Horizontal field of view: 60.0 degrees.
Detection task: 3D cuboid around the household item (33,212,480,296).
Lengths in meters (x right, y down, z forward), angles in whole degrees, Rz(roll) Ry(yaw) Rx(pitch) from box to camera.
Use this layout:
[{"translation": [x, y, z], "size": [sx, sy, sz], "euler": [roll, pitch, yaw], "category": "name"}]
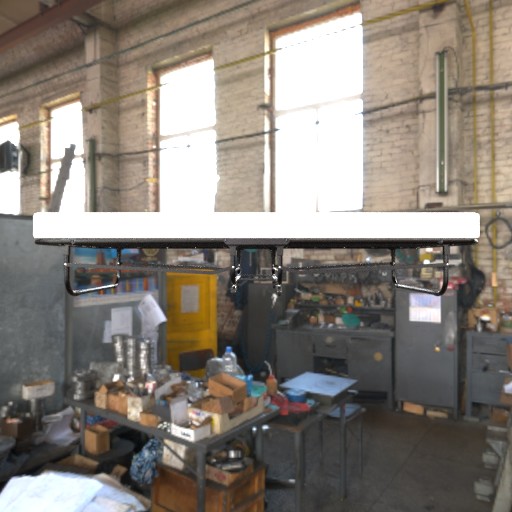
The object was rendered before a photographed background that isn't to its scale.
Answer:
[{"translation": [0.000, 0.000, 2.202], "size": [1.905, 0.356, 0.787], "euler": [0, -1, 0], "category": "household item"}]
